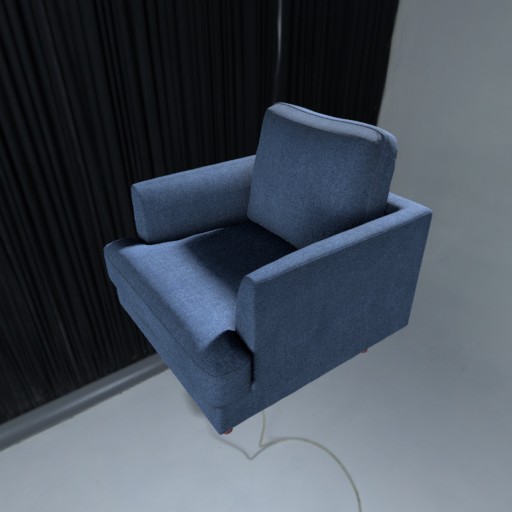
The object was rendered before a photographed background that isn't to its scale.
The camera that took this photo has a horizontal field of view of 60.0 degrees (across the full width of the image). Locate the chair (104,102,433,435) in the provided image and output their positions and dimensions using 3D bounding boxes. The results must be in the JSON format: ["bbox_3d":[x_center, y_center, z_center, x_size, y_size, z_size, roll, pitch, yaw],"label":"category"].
[{"bbox_3d":[0.000,0.000,1.655,0.899,0.957,0.858,-20,37,-30],"label":"chair"}]
